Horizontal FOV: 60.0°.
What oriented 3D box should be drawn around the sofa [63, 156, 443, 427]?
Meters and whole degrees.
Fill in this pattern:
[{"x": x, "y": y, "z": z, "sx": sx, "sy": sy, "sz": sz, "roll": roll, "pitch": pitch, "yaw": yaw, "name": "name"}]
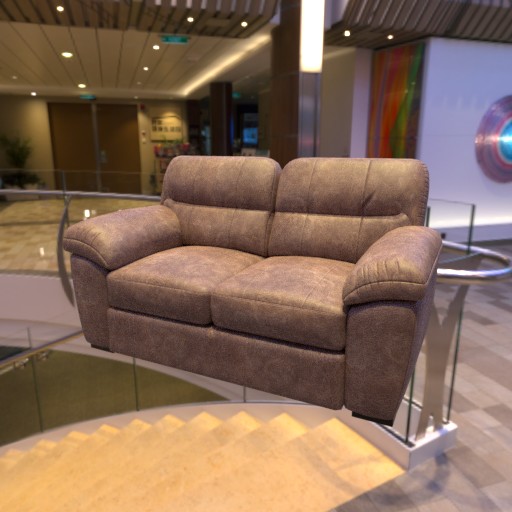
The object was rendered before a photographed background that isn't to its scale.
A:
[{"x": 0.000, "y": 0.000, "z": 2.312, "sx": 1.753, "sy": 0.991, "sz": 0.991, "roll": 7, "pitch": 16, "yaw": 25, "name": "sofa"}]
